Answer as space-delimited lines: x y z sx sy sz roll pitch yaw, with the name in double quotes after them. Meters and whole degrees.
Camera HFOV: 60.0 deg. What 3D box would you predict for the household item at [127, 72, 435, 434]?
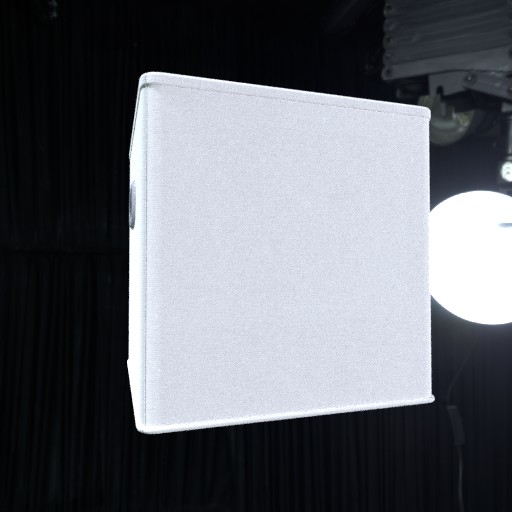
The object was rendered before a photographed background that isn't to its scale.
0.000 0.000 0.558 0.305 0.305 0.305 0 -1 -18 "household item"
